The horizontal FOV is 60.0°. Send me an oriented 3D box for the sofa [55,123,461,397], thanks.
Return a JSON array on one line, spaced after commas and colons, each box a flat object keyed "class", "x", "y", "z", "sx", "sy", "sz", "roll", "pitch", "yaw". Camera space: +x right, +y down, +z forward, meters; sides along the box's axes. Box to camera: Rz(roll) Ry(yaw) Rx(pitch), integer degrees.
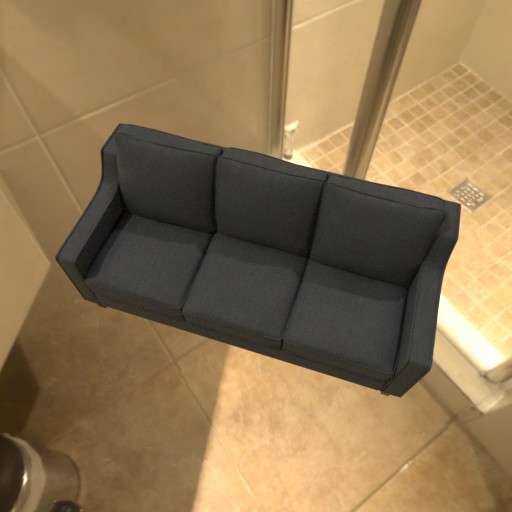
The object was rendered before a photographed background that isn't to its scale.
[{"class": "sofa", "x": 0.000, "y": 0.000, "z": 2.557, "sx": 1.986, "sy": 0.974, "sz": 0.911, "roll": 15, "pitch": 60, "yaw": 9}]
